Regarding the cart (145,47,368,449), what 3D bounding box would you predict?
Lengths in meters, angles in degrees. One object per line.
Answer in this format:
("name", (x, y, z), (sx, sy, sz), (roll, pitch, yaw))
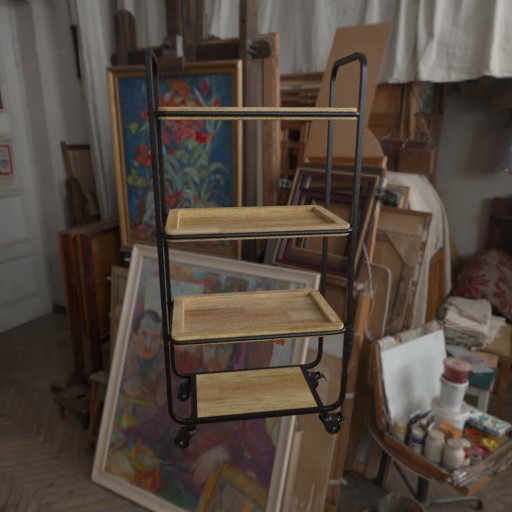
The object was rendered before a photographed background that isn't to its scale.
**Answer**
("cart", (0.000, 0.000, 1.294), (0.545, 1.080, 0.321), (-2, 17, -8))
